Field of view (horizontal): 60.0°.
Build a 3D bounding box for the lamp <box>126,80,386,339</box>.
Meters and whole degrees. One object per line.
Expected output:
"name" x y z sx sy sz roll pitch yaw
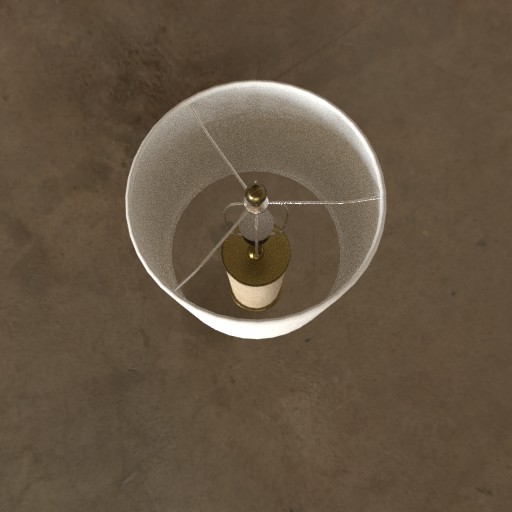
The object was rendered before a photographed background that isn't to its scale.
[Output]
"lamp" 0.000 0.000 0.814 0.305 0.634 0.305 -1 76 0
